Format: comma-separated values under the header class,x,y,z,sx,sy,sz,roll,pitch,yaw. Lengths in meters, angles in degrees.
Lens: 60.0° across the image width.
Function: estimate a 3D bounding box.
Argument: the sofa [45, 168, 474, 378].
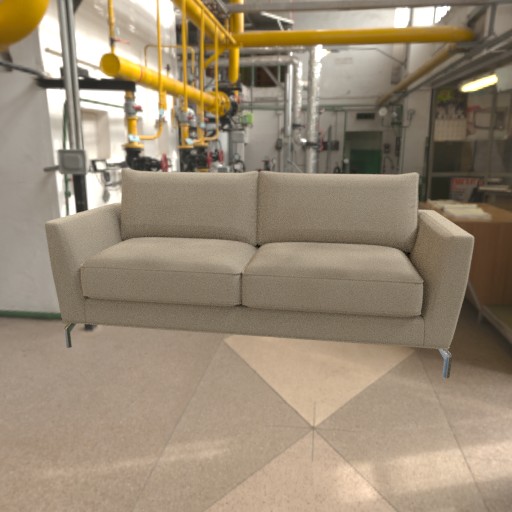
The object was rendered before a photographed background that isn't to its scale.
class,x,y,z,sx,sy,sz,roll,pitch,yaw
sofa,0.000,0.000,2.686,2.214,1.005,0.868,2,14,9
